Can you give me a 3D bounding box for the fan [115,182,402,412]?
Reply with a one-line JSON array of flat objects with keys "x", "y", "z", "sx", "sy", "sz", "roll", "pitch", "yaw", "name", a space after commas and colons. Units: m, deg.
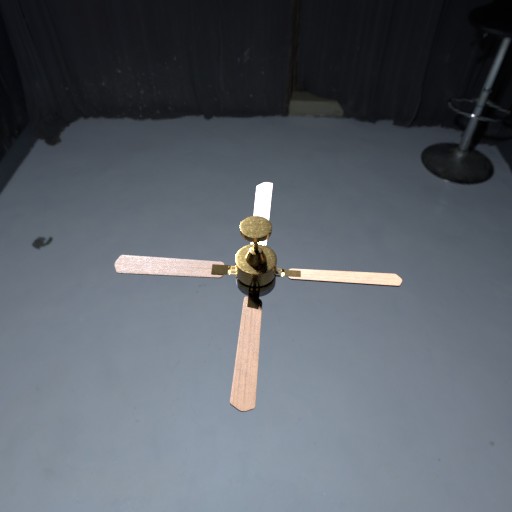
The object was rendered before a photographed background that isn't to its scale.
[{"x": 0.000, "y": 0.000, "z": 1.954, "sx": 1.320, "sy": 0.355, "sz": 1.320, "roll": 3, "pitch": 47, "yaw": 3, "name": "fan"}]
